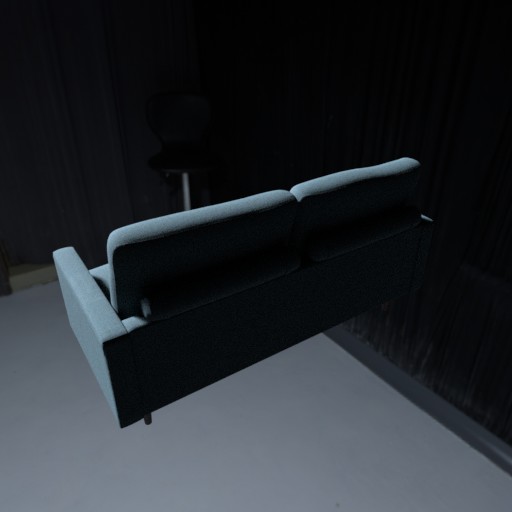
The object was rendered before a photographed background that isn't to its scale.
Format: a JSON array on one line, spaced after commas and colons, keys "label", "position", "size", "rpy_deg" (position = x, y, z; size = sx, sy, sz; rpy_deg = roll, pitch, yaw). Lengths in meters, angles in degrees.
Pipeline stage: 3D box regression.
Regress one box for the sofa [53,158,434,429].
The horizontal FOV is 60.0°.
[{"label": "sofa", "position": [0.000, 0.000, 2.569], "size": [2.010, 1.050, 0.966], "rpy_deg": [-18, 34, -29]}]
